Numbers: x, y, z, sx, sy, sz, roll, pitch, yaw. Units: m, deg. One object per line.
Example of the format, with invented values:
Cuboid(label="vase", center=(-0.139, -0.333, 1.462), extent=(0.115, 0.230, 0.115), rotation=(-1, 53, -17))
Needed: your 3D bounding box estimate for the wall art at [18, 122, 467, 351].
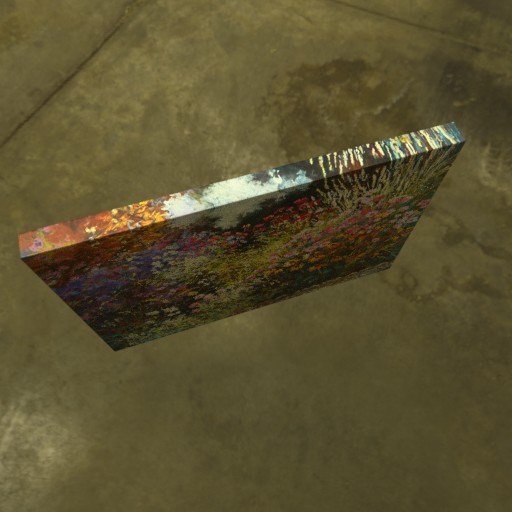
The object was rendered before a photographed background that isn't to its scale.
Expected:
Cuboid(label="wall art", center=(0.000, 0.000, 0.766), extent=(0.610, 0.406, 0.037), rotation=(-16, 63, -8))
